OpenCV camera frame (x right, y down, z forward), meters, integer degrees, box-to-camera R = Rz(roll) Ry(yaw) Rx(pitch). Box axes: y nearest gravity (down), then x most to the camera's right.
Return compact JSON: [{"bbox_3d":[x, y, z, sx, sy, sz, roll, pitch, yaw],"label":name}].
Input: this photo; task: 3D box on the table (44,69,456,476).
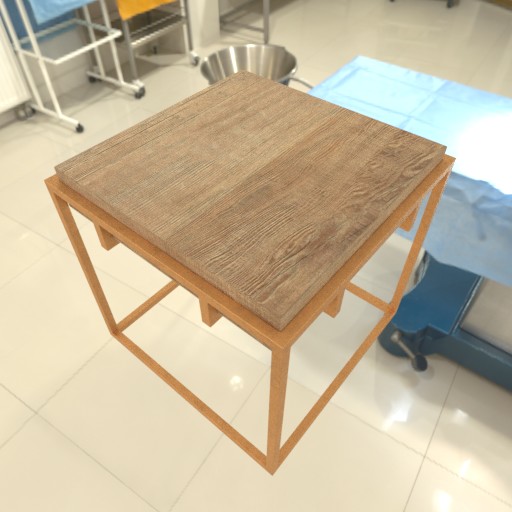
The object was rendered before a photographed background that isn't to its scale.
[{"bbox_3d":[0.000,0.000,1.098,0.599,0.584,0.599,31,54,26],"label":"table"}]
